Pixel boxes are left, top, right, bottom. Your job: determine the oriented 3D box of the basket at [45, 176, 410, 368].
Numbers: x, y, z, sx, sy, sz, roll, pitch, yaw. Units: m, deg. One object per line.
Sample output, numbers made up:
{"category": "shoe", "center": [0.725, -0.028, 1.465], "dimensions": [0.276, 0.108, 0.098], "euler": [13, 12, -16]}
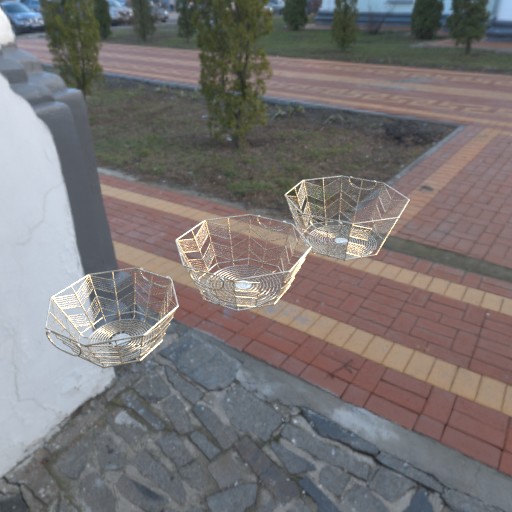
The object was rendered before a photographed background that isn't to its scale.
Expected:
{"category": "basket", "center": [0.000, 0.000, 1.368], "dimensions": [1.246, 0.178, 0.432], "euler": [-22, 37, -33]}
